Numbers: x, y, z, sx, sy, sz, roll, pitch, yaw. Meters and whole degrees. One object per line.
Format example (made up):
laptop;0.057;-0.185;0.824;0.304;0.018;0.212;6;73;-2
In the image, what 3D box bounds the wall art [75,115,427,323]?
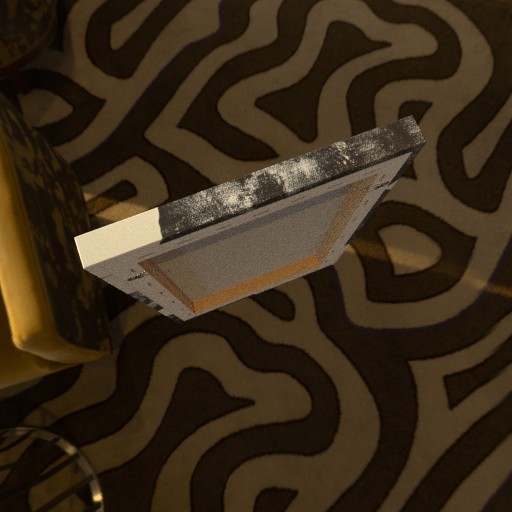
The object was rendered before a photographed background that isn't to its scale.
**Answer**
wall art;0.000;0.000;0.788;0.407;0.610;0.039;-21;77;-5
